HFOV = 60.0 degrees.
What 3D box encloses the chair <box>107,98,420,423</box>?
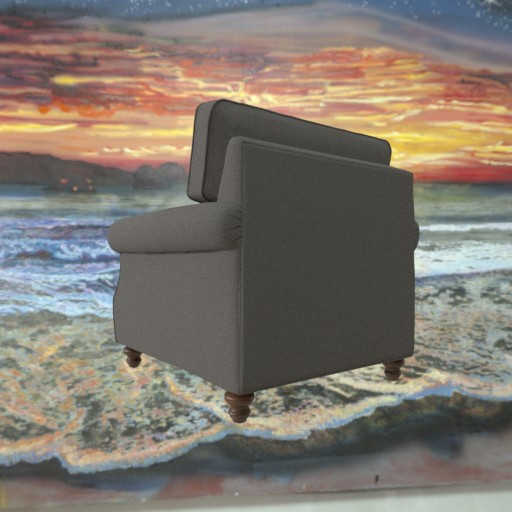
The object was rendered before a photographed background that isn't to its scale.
[{"bbox_3d":[0.000,0.000,1.827,1.029,0.967,0.966,0,0,-37],"label":"chair"}]
